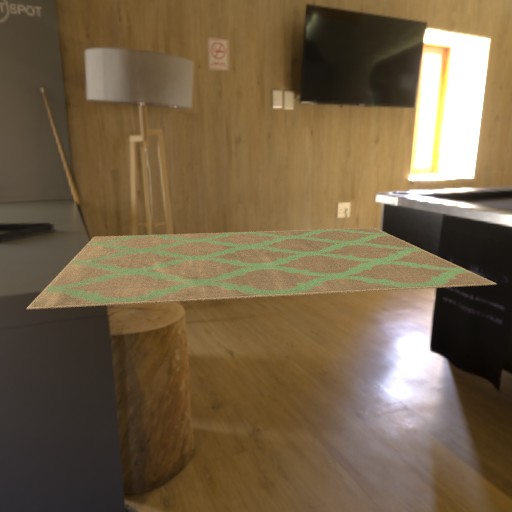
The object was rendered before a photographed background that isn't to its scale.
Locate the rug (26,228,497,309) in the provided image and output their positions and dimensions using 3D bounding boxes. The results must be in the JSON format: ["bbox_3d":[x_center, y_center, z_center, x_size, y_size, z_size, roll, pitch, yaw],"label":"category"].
[{"bbox_3d":[0.000,0.000,2.853,2.286,0.006,1.524,-2,15,-9],"label":"rug"}]
